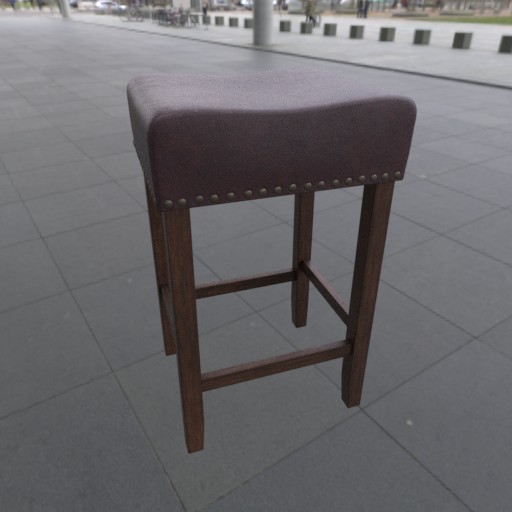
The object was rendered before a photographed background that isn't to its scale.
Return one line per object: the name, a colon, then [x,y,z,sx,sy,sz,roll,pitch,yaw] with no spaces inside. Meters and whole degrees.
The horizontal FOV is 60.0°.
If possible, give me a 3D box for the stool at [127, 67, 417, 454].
stool: [0.000,0.000,1.039,0.465,0.769,0.401,-10,32,-16]
